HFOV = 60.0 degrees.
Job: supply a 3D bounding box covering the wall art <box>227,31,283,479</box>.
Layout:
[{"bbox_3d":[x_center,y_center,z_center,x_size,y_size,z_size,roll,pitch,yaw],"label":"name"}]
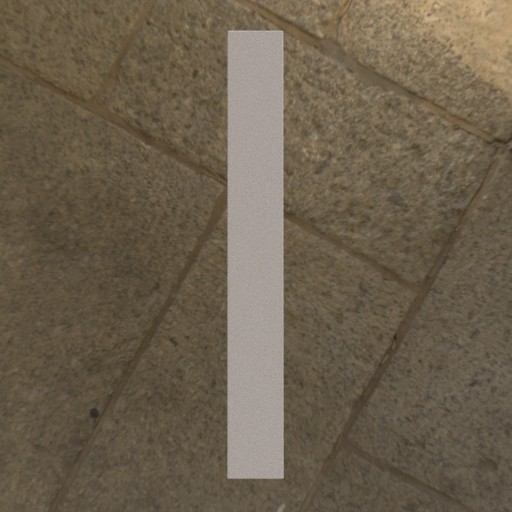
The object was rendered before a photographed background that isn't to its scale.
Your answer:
[{"bbox_3d":[0.000,0.000,0.453,0.038,0.305,0.305,0,89,0],"label":"wall art"}]
